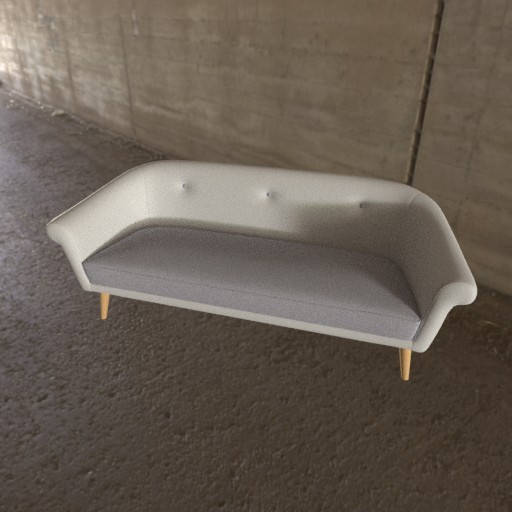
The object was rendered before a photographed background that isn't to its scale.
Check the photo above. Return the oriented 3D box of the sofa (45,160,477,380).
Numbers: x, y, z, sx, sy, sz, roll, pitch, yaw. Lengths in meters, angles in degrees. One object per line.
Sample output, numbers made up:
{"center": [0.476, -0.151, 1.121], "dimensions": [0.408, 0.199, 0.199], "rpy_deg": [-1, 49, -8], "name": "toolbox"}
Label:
{"center": [0.000, 0.000, 2.532], "dimensions": [2.160, 0.795, 0.827], "rpy_deg": [8, 30, 15], "name": "sofa"}
